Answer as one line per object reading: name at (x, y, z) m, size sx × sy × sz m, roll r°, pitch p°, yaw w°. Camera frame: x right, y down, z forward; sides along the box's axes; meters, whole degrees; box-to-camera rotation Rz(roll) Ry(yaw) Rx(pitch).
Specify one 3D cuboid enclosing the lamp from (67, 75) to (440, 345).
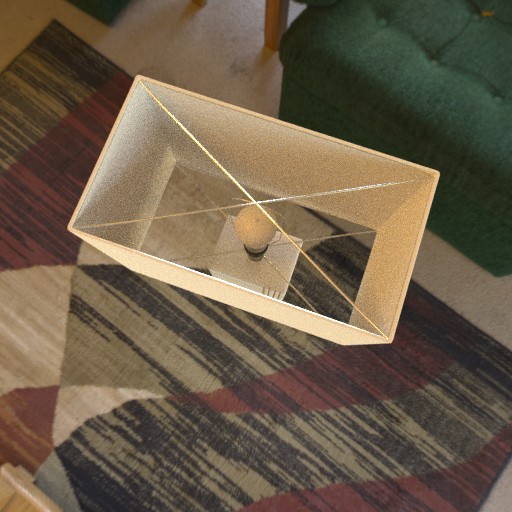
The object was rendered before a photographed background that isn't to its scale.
lamp at (0.000, 0.000, 0.708) m, size 0.334 × 0.543 × 0.182 m, roll 19°, pitch 79°, yaw 4°
